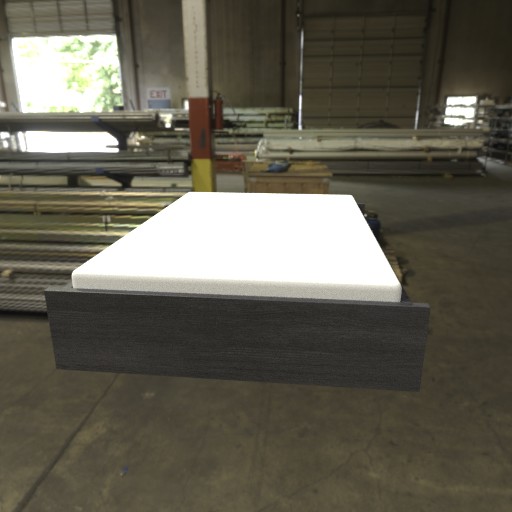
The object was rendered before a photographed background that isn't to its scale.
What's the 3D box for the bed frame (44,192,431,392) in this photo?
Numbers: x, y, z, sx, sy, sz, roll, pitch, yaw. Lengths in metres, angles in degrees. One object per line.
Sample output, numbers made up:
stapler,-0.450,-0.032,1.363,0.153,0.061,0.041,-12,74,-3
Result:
bed frame,0.000,0.000,2.655,1.490,0.432,1.950,2,18,6
